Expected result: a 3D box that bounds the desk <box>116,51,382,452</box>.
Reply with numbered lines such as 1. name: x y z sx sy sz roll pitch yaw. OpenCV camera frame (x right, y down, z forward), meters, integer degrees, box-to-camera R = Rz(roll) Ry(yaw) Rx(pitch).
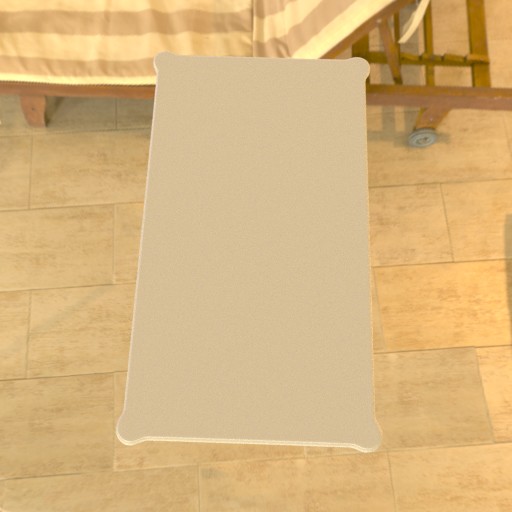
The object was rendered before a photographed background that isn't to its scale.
1. desk: 0.000 0.000 1.854 0.807 0.762 1.380 2 76 0
